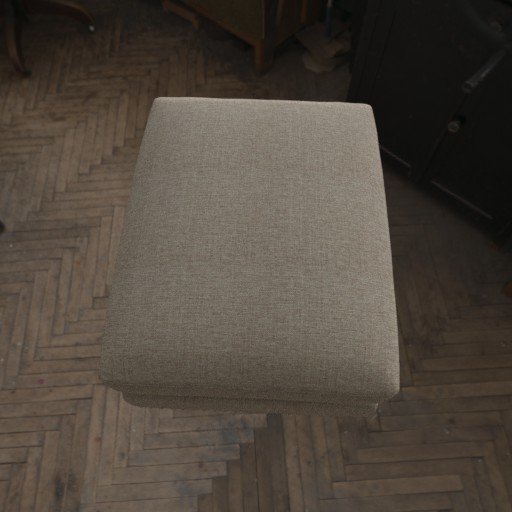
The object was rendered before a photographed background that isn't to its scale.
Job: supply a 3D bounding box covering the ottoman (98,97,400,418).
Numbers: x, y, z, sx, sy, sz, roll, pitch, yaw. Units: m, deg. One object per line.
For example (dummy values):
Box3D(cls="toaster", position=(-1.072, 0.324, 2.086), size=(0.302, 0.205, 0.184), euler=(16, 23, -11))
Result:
Box3D(cls="ottoman", position=(0.000, 0.000, 1.142), size=(0.584, 0.513, 0.741), euler=(2, 63, 1))
